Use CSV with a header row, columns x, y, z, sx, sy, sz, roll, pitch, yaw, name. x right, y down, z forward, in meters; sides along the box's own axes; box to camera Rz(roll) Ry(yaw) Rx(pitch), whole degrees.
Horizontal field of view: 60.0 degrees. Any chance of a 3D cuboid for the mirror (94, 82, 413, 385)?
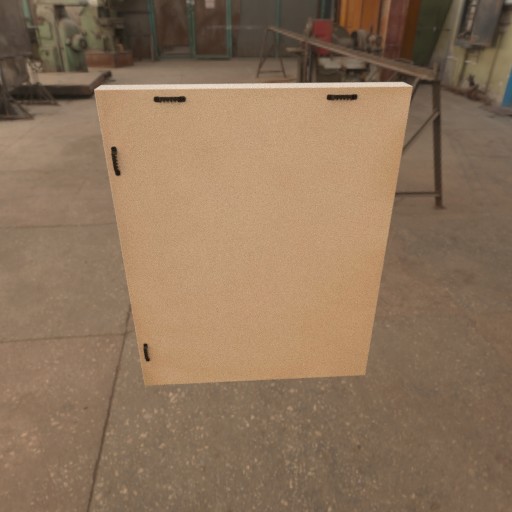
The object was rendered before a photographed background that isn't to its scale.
x,y,z,sx,sy,sz,roll,pitch,yaw,name
0.000,0.000,0.702,0.406,0.509,0.041,-2,30,-3,mirror
